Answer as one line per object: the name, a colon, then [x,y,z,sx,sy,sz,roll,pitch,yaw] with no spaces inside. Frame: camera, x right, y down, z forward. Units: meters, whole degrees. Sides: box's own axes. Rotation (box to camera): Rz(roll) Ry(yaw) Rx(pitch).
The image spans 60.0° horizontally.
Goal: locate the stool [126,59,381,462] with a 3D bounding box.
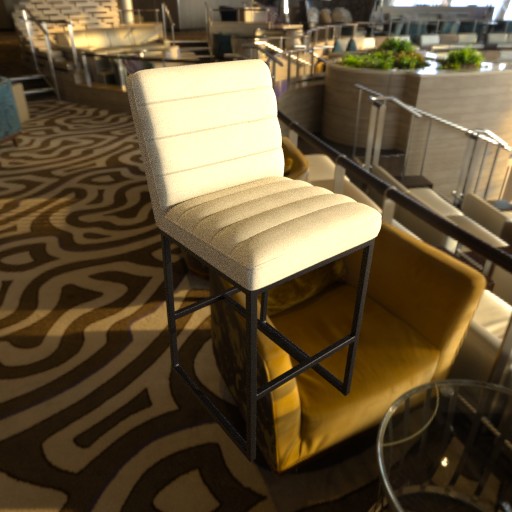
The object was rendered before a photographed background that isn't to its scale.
stool: [0.000,0.000,1.352,0.460,1.040,0.560,-21,36,-32]
